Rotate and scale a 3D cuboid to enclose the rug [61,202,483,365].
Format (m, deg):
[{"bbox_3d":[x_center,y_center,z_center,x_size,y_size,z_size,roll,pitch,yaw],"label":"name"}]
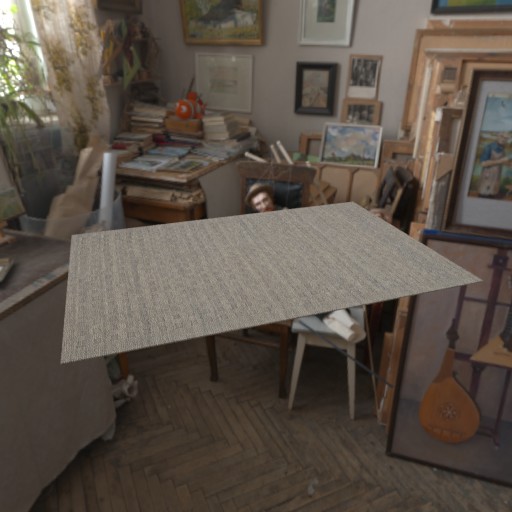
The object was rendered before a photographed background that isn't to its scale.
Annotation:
[{"bbox_3d":[0.000,0.000,2.208,1.752,0.006,1.142,-8,27,-17],"label":"rug"}]
